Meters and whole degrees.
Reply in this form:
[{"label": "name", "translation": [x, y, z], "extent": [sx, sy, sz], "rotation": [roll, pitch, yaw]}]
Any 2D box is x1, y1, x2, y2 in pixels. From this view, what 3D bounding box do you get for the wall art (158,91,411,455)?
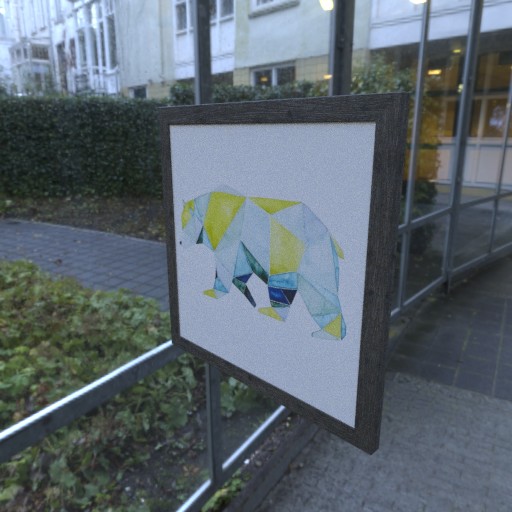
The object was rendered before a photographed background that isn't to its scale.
[{"label": "wall art", "translation": [0.000, 0.000, 0.698], "extent": [0.462, 0.459, 0.027], "rotation": [15, 22, 43]}]
